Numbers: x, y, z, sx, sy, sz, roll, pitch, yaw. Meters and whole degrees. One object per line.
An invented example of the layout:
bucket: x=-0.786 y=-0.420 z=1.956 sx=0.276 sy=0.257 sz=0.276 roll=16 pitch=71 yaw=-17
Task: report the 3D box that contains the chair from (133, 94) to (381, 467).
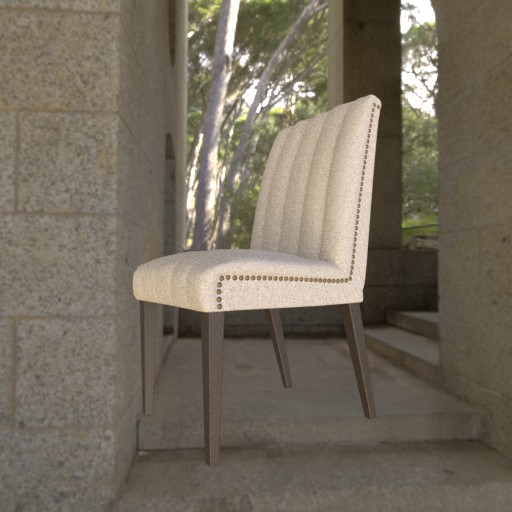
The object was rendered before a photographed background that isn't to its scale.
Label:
chair: x=0.000 y=0.000 z=1.403 sx=0.647 sy=1.016 sz=0.511 roll=1 pitch=-1 yaw=-34
